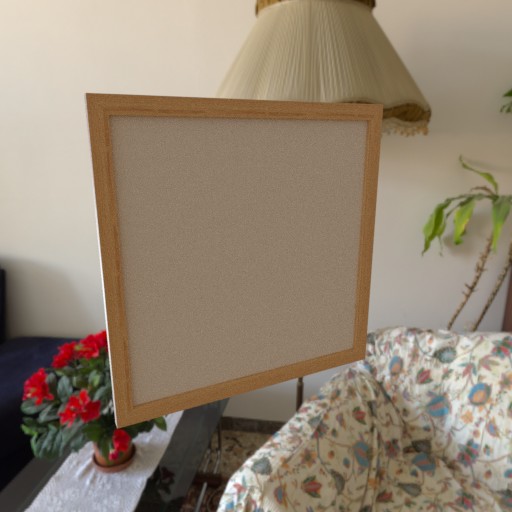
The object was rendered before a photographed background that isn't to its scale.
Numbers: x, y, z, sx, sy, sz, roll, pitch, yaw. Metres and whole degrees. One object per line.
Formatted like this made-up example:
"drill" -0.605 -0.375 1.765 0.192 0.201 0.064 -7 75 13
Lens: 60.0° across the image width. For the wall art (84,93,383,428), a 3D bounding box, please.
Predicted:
"wall art" 0.000 0.000 1.145 0.762 0.762 0.027 -8 17 -26
